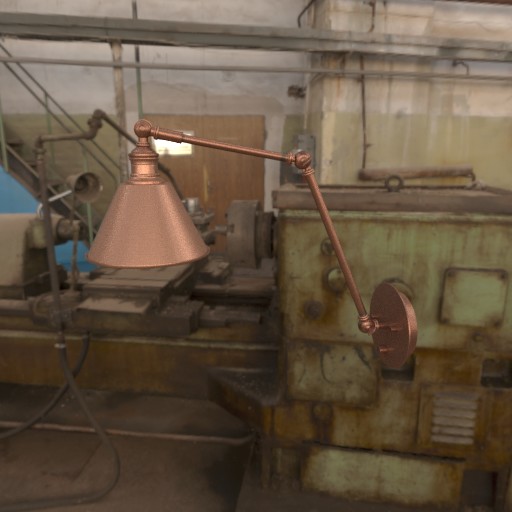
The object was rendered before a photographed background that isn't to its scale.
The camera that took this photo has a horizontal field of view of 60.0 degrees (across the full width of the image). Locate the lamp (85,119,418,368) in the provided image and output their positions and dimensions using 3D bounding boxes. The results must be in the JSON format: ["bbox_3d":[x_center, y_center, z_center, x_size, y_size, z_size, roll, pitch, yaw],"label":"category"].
[{"bbox_3d":[0.000,0.000,0.858,0.624,0.502,0.223,-2,14,-9],"label":"lamp"}]
